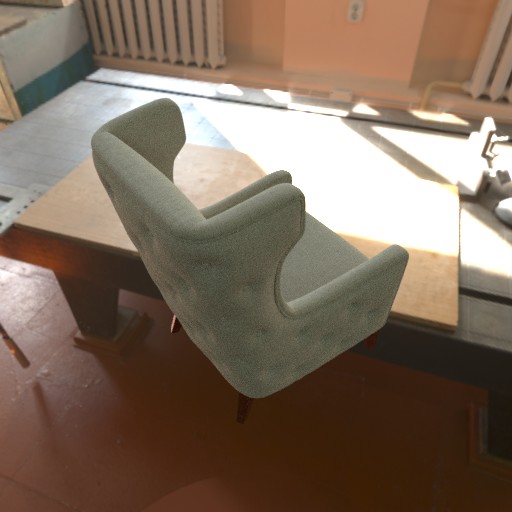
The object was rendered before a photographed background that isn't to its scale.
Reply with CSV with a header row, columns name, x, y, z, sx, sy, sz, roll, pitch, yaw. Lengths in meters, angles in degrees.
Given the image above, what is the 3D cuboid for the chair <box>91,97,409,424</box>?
name,x,y,z,sx,sy,sz,roll,pitch,yaw
chair,0.000,0.000,1.695,0.899,1.079,0.778,-26,49,-26
